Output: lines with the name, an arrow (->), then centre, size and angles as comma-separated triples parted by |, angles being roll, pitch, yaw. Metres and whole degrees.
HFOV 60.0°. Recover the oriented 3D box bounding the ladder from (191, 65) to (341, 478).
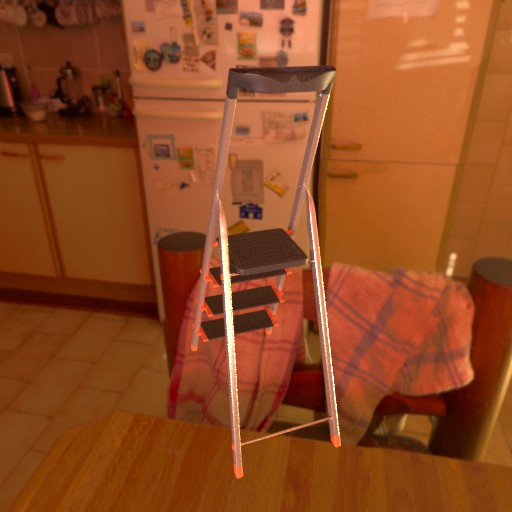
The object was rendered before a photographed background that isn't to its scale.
ladder -> 0.000, 0.000, 1.775 | 0.452, 1.429, 0.834 | -9, 29, -17
